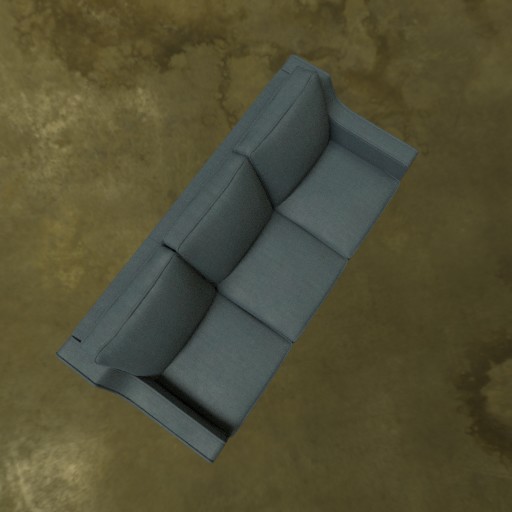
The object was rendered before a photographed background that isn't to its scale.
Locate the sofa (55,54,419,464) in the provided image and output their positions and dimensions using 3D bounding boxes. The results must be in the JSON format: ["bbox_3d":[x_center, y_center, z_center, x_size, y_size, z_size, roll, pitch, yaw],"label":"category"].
[{"bbox_3d":[0.000,0.000,2.514,0.911,0.974,1.986,34,78,8],"label":"sofa"}]
